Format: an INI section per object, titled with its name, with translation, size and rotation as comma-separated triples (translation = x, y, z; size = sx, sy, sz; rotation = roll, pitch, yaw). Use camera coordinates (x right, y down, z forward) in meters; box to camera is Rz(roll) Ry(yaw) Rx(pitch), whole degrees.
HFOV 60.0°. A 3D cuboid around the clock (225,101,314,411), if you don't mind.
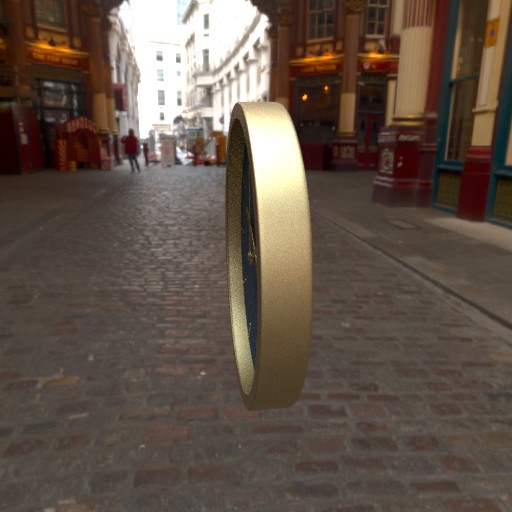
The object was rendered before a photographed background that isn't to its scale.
[clock]
translation = 0.000, 0.000, 0.477
size = 0.040, 0.314, 0.314
rotation = -2, 15, -8
